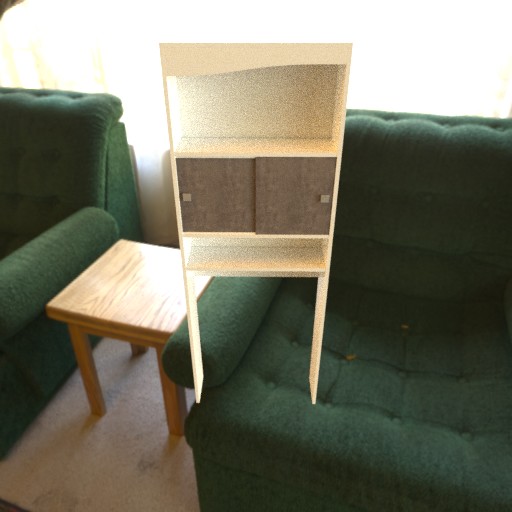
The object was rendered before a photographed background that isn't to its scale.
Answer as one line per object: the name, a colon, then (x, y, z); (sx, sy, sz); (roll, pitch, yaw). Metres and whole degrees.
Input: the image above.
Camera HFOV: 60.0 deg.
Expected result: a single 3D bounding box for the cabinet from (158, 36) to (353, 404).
cabinet: (0.000, 0.000, 2.005); (0.643, 1.770, 0.192); (0, 32, 1)
